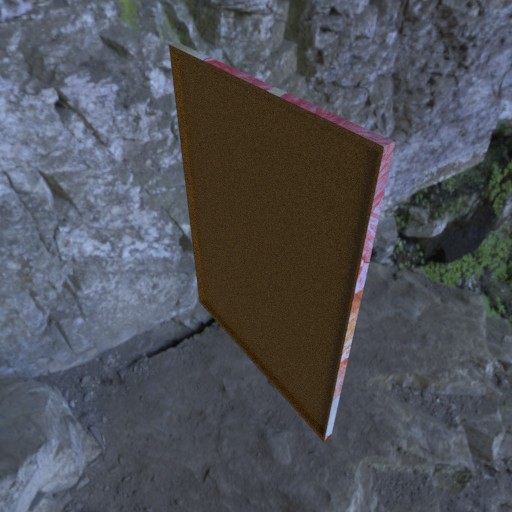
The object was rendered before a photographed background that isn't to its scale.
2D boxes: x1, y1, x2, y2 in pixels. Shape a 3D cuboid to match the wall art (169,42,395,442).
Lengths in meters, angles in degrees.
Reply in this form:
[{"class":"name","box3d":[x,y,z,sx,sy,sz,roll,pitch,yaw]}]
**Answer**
[{"class":"wall art","box3d":[0.000,0.000,1.313,0.031,1.015,0.762,-26,47,-27]}]
